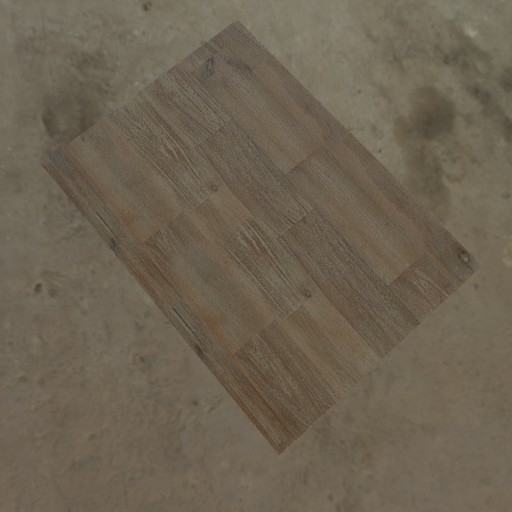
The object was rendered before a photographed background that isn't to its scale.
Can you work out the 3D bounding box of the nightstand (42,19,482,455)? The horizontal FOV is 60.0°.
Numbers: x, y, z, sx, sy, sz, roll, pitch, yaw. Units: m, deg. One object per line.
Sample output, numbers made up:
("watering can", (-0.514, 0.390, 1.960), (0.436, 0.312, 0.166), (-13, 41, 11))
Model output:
("nightstand", (0.000, 0.000, 0.950), (0.396, 0.589, 0.552), (-40, 80, -8))
